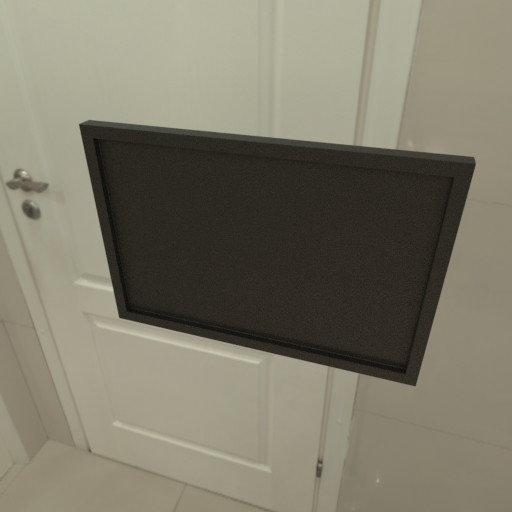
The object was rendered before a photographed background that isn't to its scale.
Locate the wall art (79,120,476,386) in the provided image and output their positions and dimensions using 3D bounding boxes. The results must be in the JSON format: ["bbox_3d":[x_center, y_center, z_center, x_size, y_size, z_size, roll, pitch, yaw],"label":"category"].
[{"bbox_3d":[0.000,0.000,0.564,0.443,0.301,0.021,10,33,15],"label":"wall art"}]
